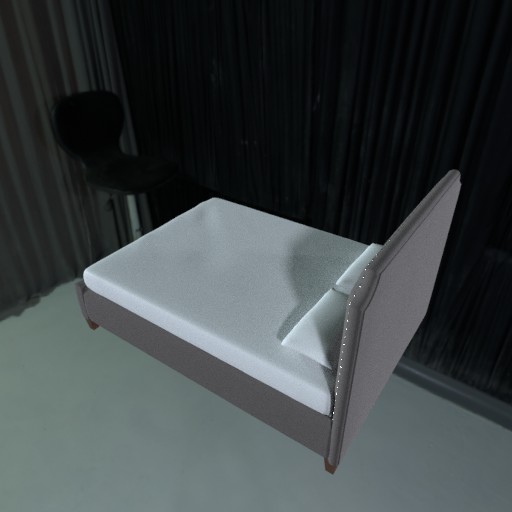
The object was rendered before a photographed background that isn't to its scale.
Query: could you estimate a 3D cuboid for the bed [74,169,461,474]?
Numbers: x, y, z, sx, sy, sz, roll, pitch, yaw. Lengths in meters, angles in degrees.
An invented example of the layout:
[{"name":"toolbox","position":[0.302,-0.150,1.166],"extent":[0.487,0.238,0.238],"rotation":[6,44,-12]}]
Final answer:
[{"name":"bed","position":[0.000,0.000,3.377],"extent":[2.372,1.443,1.713],"rotation":[21,38,29]}]
